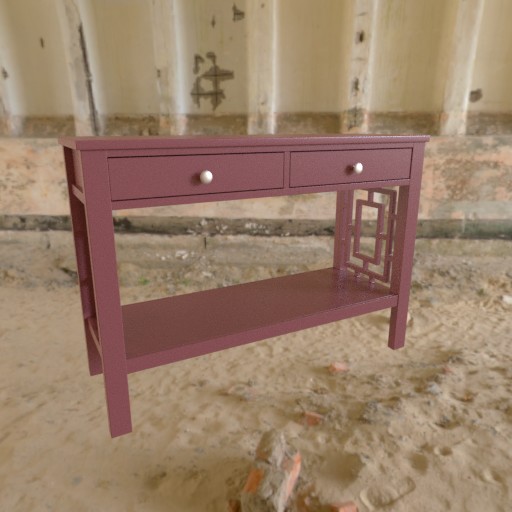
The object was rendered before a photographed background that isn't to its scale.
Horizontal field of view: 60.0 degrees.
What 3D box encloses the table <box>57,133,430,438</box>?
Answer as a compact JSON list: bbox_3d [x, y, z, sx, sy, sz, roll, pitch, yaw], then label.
[{"bbox_3d":[0.000,0.000,1.441,1.068,0.753,0.397,-9,19,-27],"label":"table"}]
